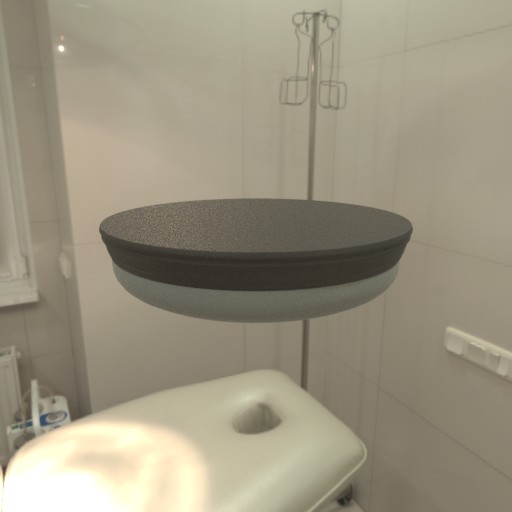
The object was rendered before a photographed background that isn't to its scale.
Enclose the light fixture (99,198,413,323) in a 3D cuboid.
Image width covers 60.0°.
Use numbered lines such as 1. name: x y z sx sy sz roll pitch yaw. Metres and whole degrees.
1. light fixture: 0.000 0.000 0.561 0.368 0.100 0.368 0 14 0
